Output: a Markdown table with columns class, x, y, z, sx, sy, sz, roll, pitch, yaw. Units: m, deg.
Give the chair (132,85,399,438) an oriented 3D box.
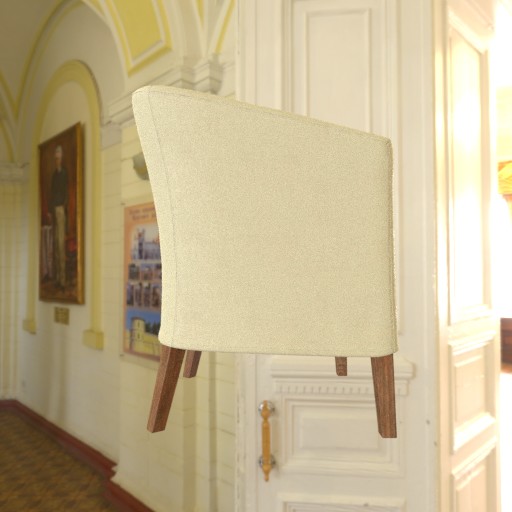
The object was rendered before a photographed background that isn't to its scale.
| class | x | y | z | sx | sy | sz | roll | pitch | yaw |
| --- | --- | --- | --- | --- | --- | --- | --- | --- | --- |
| chair | 0.000 | 0.000 | 1.288 | 0.657 | 0.822 | 0.643 | 0 | -1 | 0 |
